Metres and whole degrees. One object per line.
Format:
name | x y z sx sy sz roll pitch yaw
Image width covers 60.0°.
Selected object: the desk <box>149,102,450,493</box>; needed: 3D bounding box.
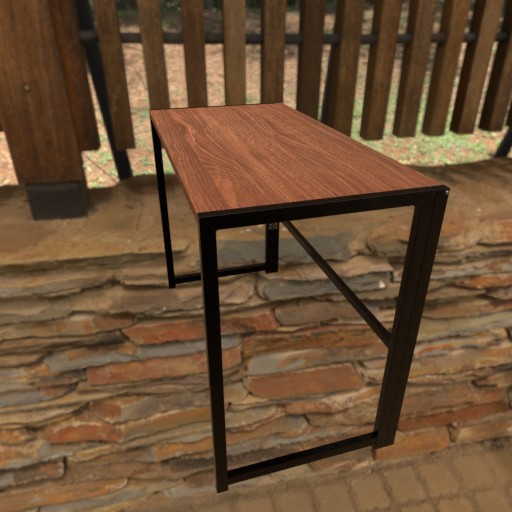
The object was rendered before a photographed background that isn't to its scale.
desk | 0.000 0.000 1.428 0.508 0.762 1.016 -8 30 -15
